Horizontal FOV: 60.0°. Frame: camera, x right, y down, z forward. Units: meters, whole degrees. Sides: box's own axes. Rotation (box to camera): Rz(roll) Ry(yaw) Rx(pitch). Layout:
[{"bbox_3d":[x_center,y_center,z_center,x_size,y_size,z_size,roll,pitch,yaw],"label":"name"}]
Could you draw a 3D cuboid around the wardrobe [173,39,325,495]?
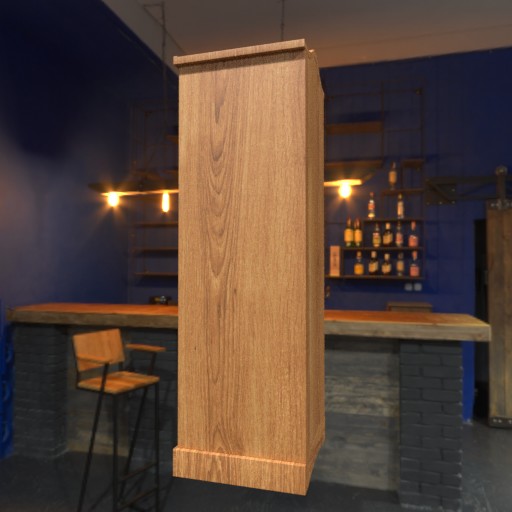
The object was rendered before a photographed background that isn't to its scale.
[{"bbox_3d":[0.000,0.000,2.096,0.570,1.870,0.590,0,-1,16],"label":"wardrobe"}]
